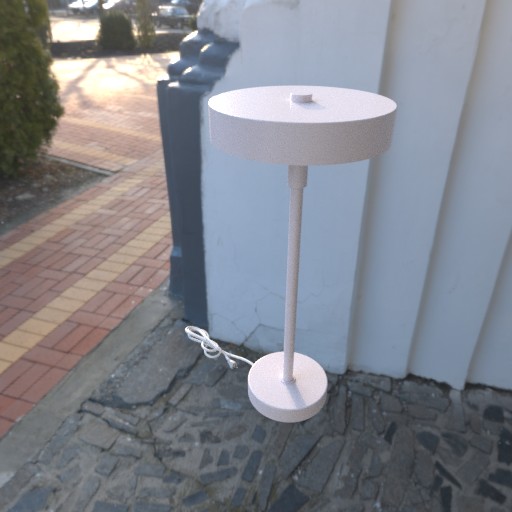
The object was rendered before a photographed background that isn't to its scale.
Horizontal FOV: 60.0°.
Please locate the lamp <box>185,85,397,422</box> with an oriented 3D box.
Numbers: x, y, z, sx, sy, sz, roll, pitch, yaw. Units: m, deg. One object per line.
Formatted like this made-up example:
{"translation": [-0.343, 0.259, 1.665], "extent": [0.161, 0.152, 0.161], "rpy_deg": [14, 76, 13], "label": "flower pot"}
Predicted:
{"translation": [0.000, 0.000, 0.706], "extent": [0.369, 0.508, 0.229], "rpy_deg": [21, 36, 32], "label": "lamp"}
